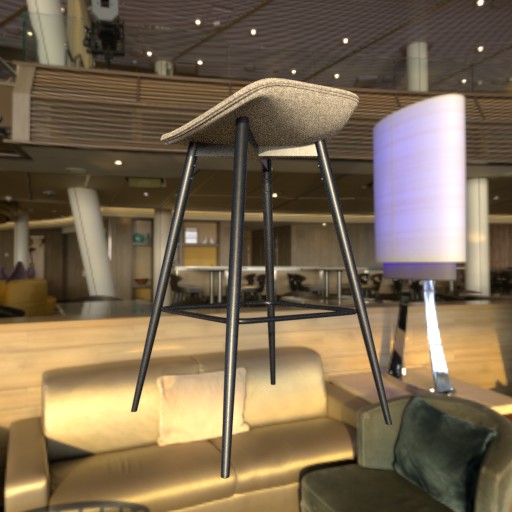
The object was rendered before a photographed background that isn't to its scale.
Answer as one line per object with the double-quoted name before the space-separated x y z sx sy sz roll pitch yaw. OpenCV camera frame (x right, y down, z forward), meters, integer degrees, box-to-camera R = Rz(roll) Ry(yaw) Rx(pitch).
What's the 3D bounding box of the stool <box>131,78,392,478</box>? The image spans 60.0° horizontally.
"stool" 0.000 0.000 1.130 0.480 0.814 0.469 1 -2 -36
